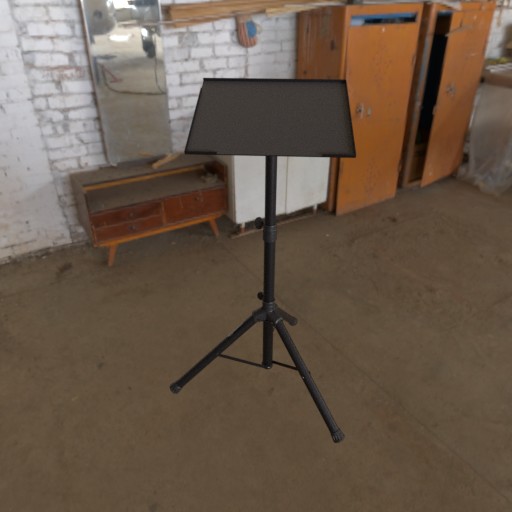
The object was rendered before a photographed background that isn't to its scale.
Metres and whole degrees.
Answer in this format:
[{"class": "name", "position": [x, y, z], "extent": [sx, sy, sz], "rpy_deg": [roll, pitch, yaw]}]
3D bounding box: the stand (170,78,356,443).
[{"class": "stand", "position": [0.000, 0.000, 1.639], "extent": [0.702, 1.198, 0.702], "rpy_deg": [2, 32, 3]}]
